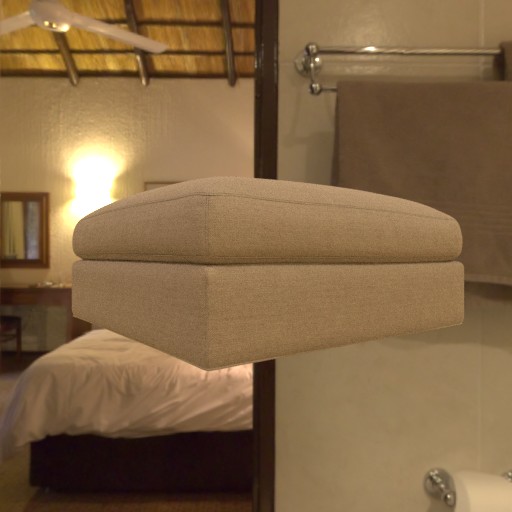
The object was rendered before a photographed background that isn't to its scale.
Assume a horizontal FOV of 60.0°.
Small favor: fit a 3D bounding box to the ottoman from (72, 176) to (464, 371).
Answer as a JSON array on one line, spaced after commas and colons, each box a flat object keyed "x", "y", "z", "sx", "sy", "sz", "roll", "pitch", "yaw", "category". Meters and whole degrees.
[{"x": 0.000, "y": 0.000, "z": 1.608, "sx": 1.041, "sy": 0.470, "sz": 1.041, "roll": 0, "pitch": 0, "yaw": -37, "category": "ottoman"}]
